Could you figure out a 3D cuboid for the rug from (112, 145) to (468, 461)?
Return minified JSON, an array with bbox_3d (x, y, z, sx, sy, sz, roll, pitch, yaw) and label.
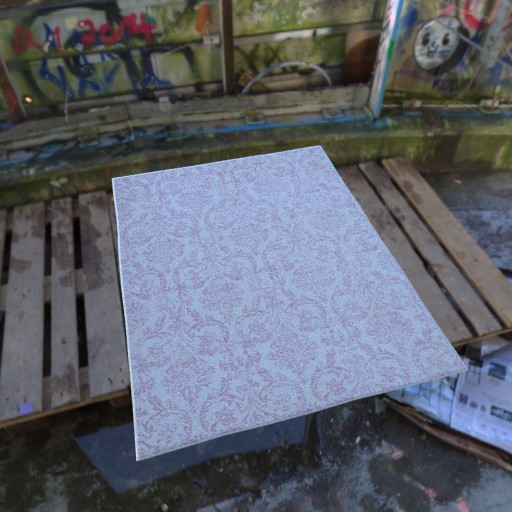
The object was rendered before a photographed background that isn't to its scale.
[{"bbox_3d":[0.000,0.000,3.959,2.363,0.012,2.980,-11,48,-10],"label":"rug"}]
